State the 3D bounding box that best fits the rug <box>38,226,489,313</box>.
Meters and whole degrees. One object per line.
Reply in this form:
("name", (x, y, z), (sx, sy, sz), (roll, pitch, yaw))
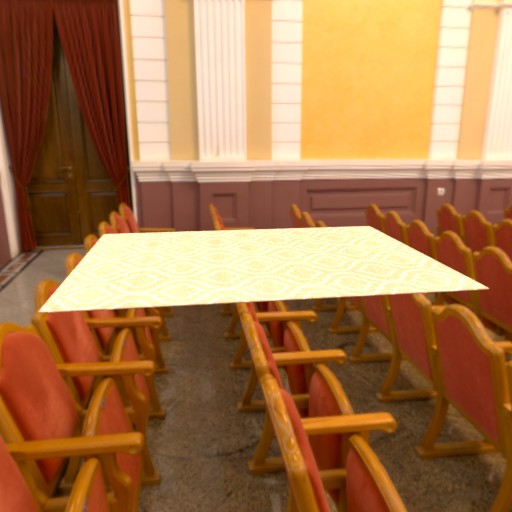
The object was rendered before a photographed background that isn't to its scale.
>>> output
("rug", (0.000, 0.000, 4.397), (3.353, 0.010, 2.438), (-2, 16, -8))
